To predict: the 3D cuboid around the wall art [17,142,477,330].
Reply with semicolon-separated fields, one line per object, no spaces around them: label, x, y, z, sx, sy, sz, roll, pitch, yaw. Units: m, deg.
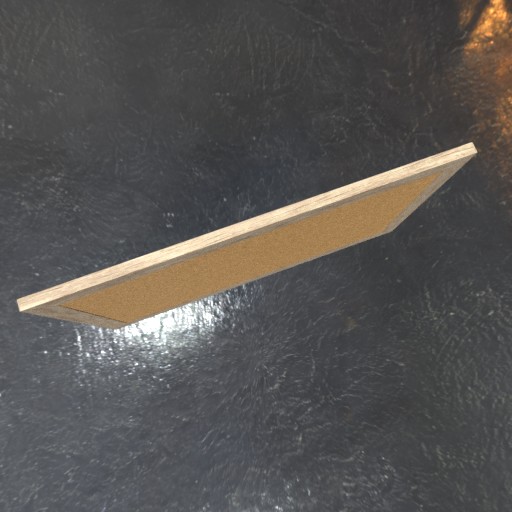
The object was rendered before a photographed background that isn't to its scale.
wall art;0.000;0.000;0.946;0.780;0.480;0.021;-19;78;-4
